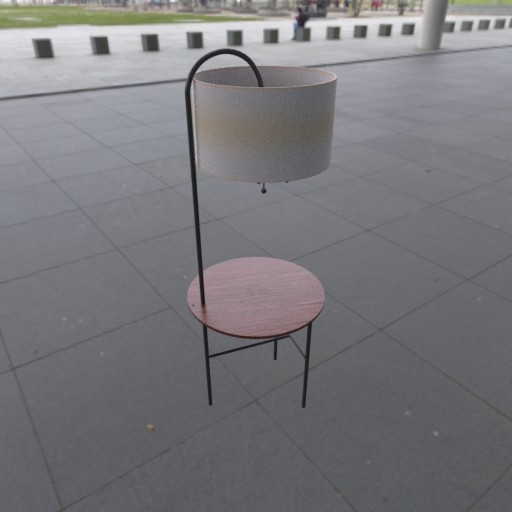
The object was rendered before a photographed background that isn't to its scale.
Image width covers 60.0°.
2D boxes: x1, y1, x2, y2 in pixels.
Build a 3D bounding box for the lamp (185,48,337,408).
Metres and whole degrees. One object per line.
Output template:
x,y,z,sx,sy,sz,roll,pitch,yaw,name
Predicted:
0.000,0.000,1.772,0.573,1.517,0.573,0,30,0,lamp
